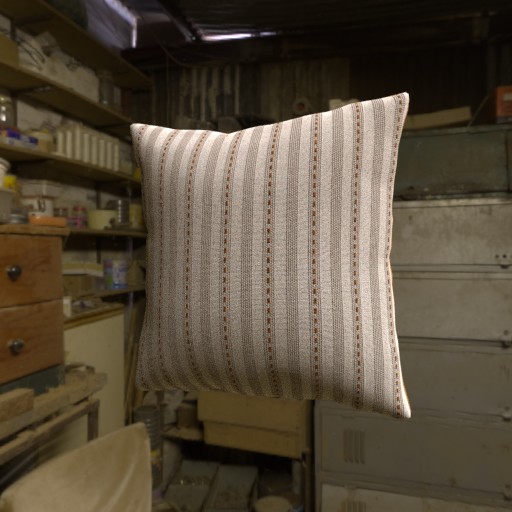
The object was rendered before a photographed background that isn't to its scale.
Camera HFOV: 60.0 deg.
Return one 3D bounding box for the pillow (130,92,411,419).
[{"bbox_3d":[0.000,0.000,0.652,0.432,0.437,0.147,0,0,17],"label":"pillow"}]
